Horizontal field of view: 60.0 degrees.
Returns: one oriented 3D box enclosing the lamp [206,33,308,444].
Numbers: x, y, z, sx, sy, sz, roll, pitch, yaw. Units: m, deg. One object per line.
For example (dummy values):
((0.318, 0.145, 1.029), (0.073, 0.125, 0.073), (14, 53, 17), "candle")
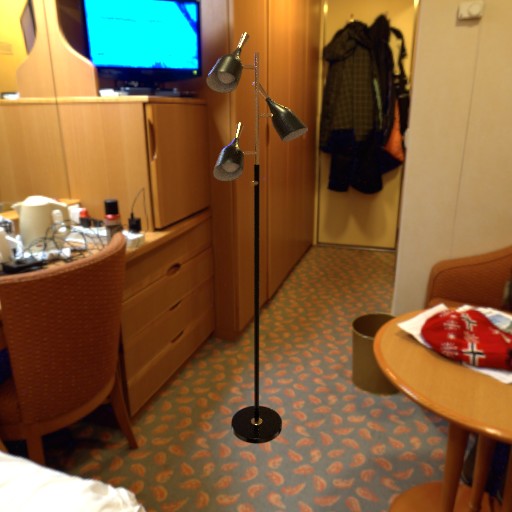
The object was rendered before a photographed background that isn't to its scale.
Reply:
((0.000, 0.000, 1.935), (0.434, 1.778, 0.253), (-9, 20, -26), "lamp")
